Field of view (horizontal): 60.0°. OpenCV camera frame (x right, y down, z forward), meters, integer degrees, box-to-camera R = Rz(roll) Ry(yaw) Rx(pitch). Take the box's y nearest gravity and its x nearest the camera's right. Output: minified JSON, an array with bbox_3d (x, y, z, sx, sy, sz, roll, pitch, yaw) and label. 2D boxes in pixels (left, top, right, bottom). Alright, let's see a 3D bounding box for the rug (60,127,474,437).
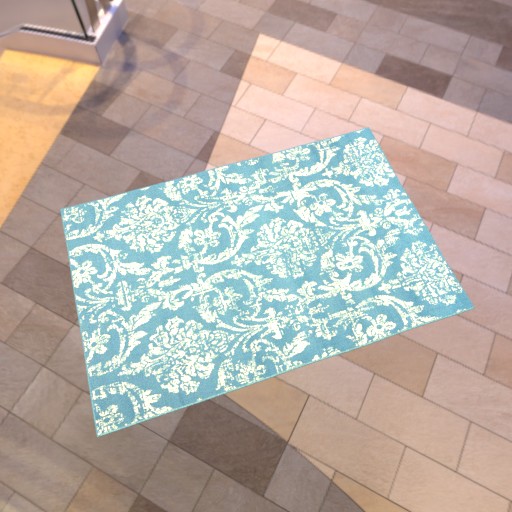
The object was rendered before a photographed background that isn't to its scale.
[{"bbox_3d":[0.000,0.000,2.274,1.833,0.012,1.211,-17,65,-8],"label":"rug"}]
